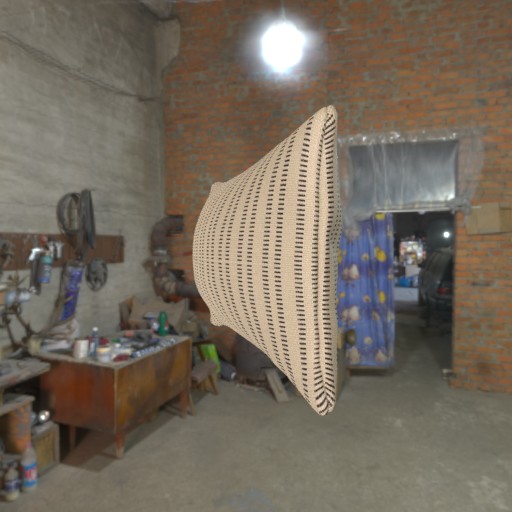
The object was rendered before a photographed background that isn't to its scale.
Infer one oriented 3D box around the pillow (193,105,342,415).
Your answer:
[{"bbox_3d":[0.000,0.000,0.805,0.210,0.353,0.640,0,1,-17],"label":"pillow"}]
